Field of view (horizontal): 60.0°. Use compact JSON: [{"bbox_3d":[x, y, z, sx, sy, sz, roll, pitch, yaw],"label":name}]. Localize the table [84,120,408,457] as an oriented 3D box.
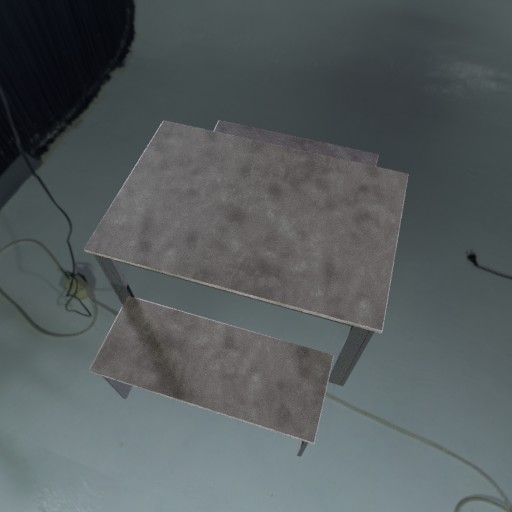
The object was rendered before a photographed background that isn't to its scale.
[{"bbox_3d":[0.000,0.000,2.031,1.100,0.700,1.443,15,59,9],"label":"table"}]
